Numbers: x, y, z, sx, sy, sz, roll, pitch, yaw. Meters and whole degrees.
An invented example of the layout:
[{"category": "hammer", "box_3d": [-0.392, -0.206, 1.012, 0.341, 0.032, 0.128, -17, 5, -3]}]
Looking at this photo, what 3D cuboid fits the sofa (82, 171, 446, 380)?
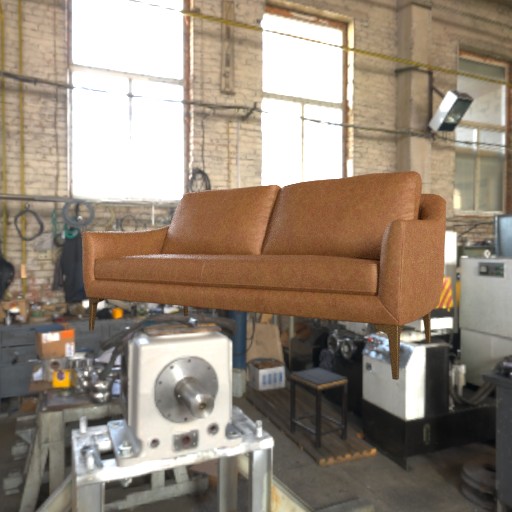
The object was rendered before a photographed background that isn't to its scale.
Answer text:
[{"category": "sofa", "box_3d": [0.000, 0.000, 2.634, 2.036, 0.945, 0.981, 0, 1, 34]}]
